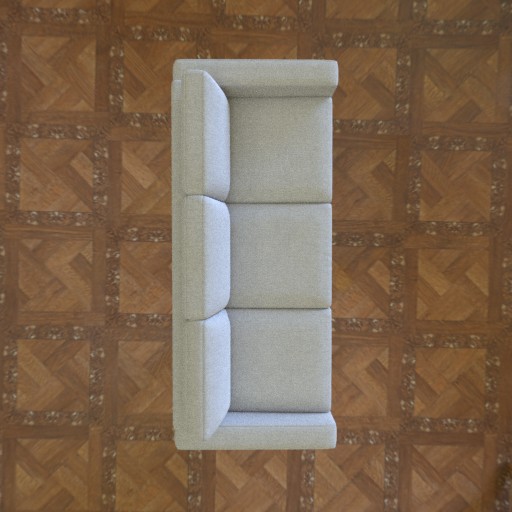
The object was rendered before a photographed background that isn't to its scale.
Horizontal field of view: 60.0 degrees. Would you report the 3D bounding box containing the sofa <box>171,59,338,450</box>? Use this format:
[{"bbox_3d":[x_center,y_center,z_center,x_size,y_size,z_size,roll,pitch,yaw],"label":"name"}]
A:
[{"bbox_3d":[0.000,0.000,2.547,0.900,0.800,2.120,0,91,0],"label":"sofa"}]
